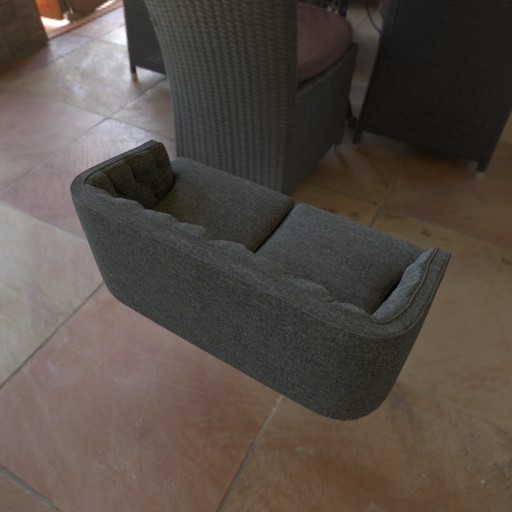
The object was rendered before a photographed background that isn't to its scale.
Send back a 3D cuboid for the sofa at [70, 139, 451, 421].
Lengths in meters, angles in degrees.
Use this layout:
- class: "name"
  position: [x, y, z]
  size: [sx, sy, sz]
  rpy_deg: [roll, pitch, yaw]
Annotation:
- class: "sofa"
  position: [0.000, 0.000, 2.292]
  size: [1.733, 0.855, 0.941]
  rpy_deg: [24, 52, 21]
